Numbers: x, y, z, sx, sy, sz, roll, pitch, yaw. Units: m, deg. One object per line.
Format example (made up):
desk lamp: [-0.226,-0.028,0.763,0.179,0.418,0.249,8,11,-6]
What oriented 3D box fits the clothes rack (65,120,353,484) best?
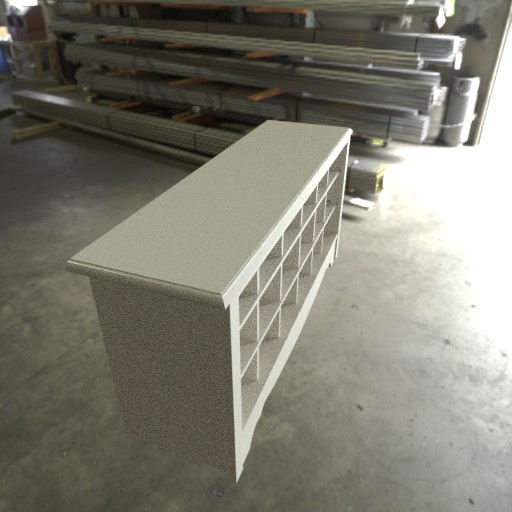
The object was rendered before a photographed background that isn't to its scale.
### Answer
clothes rack: [0.000,0.000,1.345,0.324,0.531,1.120,11,33,18]
